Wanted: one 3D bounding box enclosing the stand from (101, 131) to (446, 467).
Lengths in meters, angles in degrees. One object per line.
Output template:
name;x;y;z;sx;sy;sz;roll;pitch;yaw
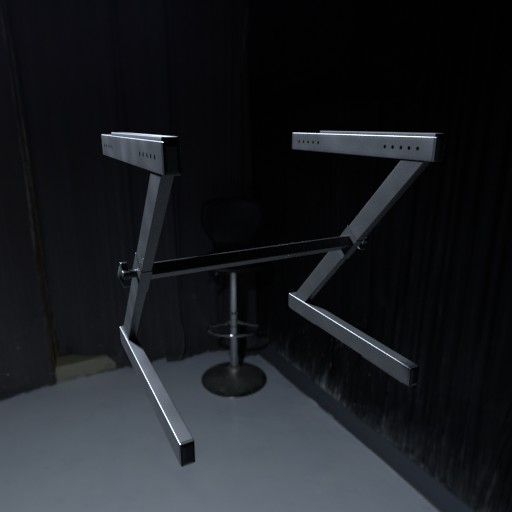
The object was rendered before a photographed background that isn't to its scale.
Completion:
stand;0.000;0.000;1.149;0.700;0.617;0.586;-8;18;-26
